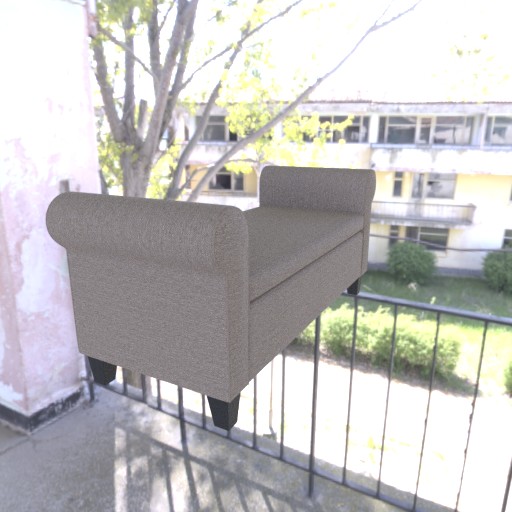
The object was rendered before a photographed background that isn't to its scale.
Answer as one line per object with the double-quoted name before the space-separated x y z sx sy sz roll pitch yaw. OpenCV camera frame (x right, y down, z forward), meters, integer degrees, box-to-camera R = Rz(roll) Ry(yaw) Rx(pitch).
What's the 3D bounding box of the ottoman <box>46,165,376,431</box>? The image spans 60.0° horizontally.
"ottoman" 0.000 0.000 1.566 0.521 0.547 1.256 8 17 28
